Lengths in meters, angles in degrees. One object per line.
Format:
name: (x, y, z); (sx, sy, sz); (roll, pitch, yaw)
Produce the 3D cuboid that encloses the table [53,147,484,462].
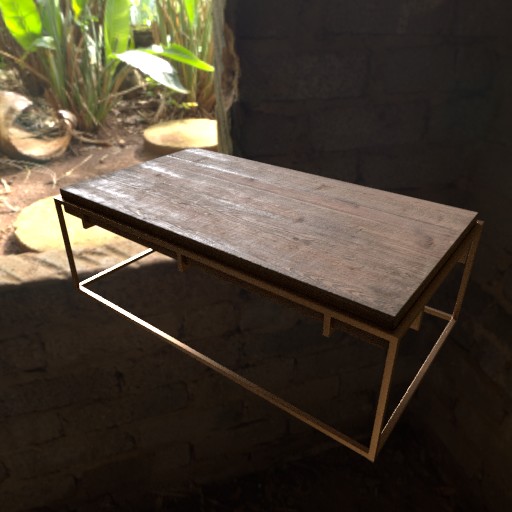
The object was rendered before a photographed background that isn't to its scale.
table: (0.000, 0.000, 1.717); (1.387, 0.468, 0.775); (20, 35, 32)
